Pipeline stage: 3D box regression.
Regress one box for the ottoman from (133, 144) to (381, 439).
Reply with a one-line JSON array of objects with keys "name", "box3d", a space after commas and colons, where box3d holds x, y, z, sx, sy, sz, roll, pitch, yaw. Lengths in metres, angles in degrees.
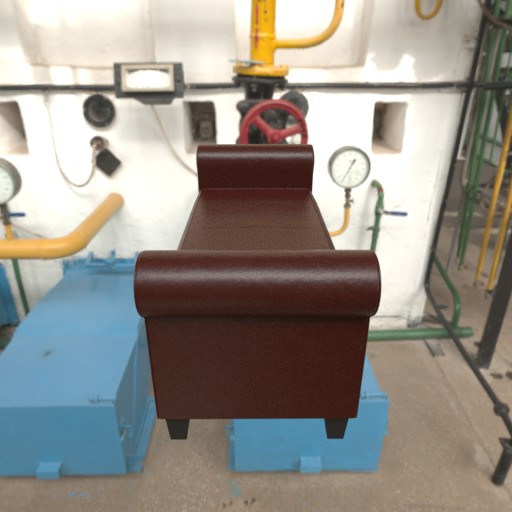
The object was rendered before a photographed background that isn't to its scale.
[{"name": "ottoman", "box3d": [0.000, 0.000, 1.552, 0.521, 0.547, 1.256, 0, 26, 0]}]
